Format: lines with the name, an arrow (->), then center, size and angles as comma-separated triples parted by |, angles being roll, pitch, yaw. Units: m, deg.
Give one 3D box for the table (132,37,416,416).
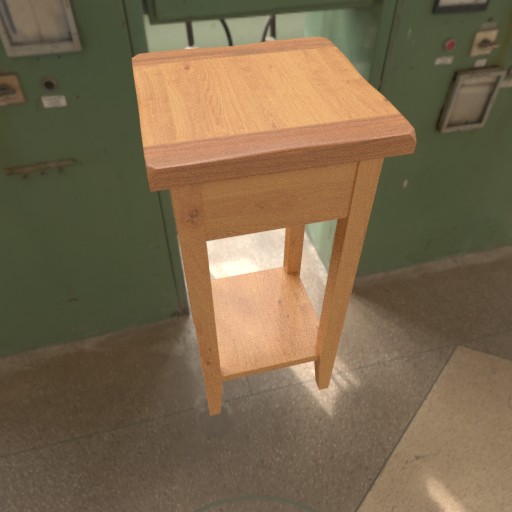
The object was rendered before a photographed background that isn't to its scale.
table -> 0.000, 0.000, 0.946 | 0.360, 0.740, 0.360 | -10, 47, -10
